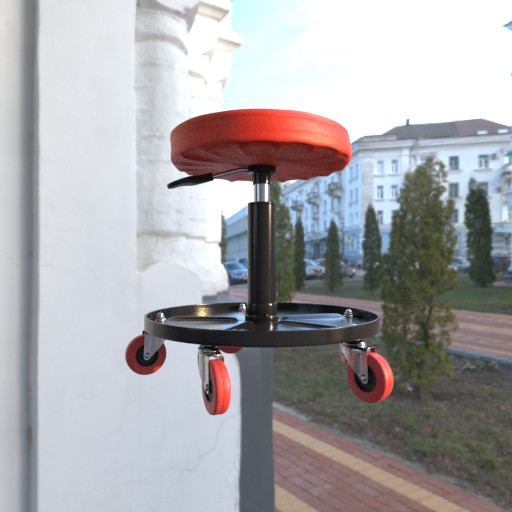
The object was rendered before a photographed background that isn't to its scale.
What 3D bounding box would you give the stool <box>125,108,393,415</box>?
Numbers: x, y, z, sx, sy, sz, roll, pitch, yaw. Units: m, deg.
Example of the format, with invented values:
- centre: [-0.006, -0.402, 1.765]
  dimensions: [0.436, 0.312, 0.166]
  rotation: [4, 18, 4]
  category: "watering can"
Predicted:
- centre: [0.000, 0.000, 0.677]
  dimensions: [0.382, 0.365, 0.381]
  rotation: [0, -1, -17]
  category: "stool"
